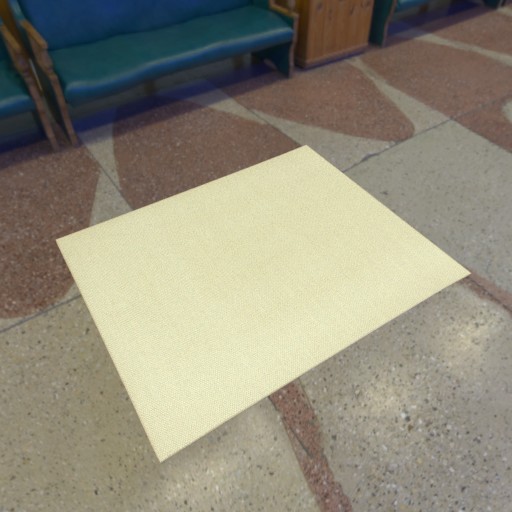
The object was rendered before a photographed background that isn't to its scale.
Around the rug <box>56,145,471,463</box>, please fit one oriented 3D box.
[{"bbox_3d":[0.000,0.000,4.135,3.039,0.018,2.462,-25,52,-22],"label":"rug"}]
